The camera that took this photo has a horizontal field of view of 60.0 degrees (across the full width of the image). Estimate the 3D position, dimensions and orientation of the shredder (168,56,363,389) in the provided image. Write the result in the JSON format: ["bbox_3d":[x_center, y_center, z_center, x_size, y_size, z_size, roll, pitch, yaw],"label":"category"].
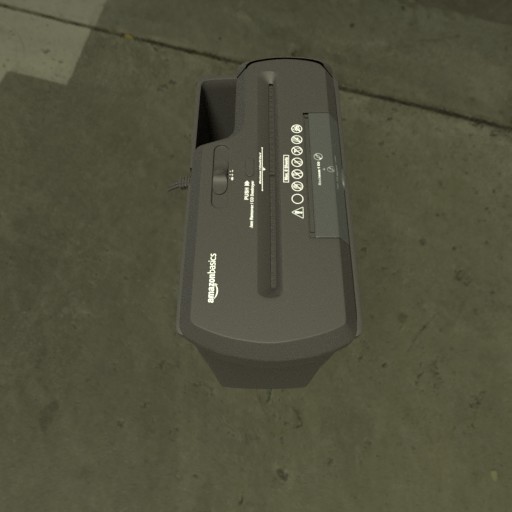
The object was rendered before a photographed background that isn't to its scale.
[{"bbox_3d":[0.000,0.000,0.529,0.170,0.335,0.320,0,64,0],"label":"shredder"}]
